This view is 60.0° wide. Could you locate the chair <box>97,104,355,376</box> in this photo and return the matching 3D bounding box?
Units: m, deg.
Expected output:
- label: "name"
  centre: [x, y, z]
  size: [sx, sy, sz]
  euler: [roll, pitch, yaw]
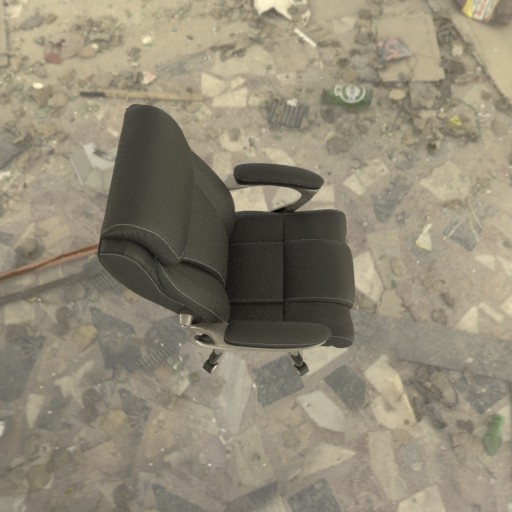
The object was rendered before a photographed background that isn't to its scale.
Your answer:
- label: "chair"
  centre: [0.000, 0.000, 1.653]
  size: [0.784, 1.167, 0.741]
  euler: [1, 64, 1]
